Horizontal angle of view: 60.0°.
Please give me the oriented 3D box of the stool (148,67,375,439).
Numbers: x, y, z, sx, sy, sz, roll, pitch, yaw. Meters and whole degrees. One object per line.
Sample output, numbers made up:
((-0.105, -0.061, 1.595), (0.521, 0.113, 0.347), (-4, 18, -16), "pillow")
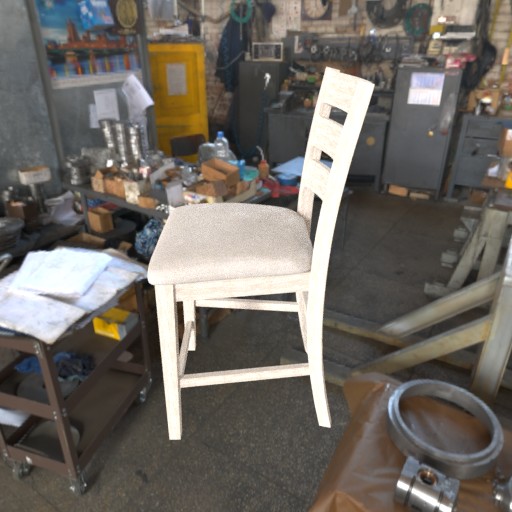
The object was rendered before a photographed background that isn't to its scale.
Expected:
((0.000, 0.000, 1.347), (0.569, 1.032, 0.484), (-1, 27, -1), "stool")
